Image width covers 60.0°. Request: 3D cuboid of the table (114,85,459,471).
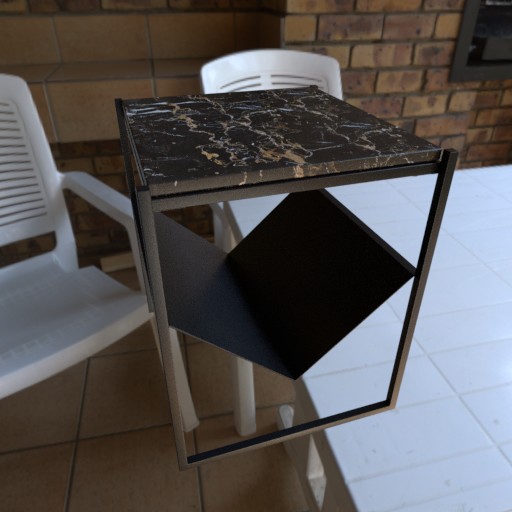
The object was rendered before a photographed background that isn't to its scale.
[{"bbox_3d":[0.000,0.000,0.877,0.432,0.534,0.469,-10,33,-15],"label":"table"}]
